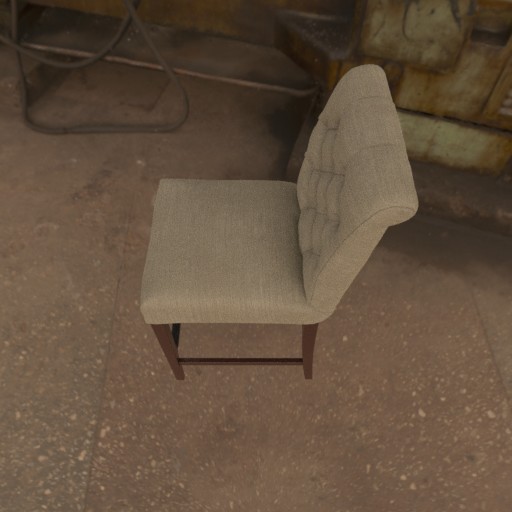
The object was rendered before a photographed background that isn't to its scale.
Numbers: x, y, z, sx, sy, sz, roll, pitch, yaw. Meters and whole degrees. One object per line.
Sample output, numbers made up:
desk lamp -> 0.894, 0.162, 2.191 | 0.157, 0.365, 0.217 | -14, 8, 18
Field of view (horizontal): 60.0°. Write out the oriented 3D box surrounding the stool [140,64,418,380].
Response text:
stool -> 0.000, 0.000, 1.426 | 0.660, 1.084, 0.486 | 0, 57, 0
